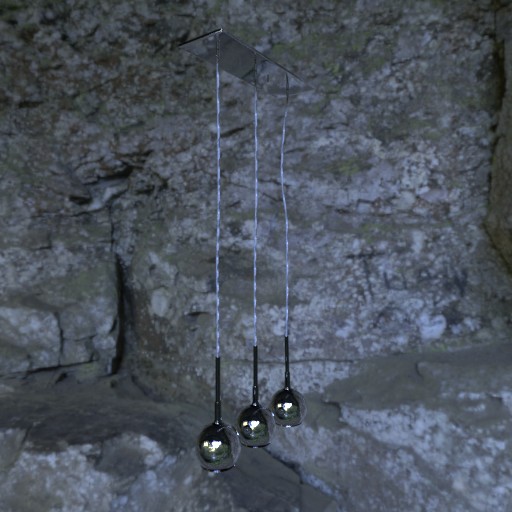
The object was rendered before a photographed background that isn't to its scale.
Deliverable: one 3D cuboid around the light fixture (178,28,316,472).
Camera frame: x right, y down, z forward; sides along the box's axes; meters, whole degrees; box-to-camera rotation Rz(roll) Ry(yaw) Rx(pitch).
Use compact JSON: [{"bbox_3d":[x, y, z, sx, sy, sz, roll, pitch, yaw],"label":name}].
[{"bbox_3d":[0.000,0.000,1.675,0.188,1.408,0.623,0,1,36],"label":"light fixture"}]
